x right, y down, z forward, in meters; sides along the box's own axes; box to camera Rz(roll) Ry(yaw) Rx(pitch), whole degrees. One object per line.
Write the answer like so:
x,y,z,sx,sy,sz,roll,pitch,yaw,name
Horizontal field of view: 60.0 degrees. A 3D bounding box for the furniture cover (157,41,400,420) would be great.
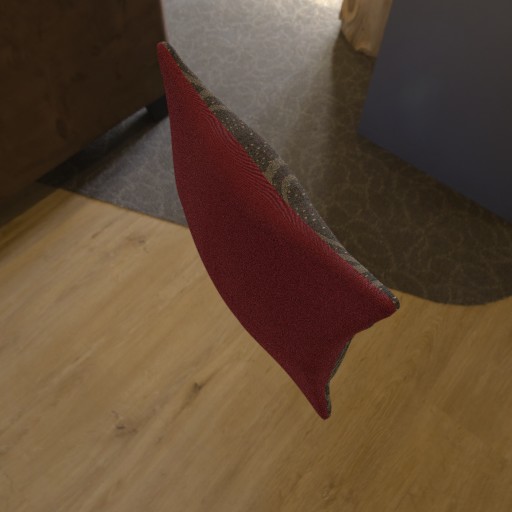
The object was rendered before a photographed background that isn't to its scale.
0.000,0.000,0.759,0.163,0.513,0.514,-29,63,-17,furniture cover
